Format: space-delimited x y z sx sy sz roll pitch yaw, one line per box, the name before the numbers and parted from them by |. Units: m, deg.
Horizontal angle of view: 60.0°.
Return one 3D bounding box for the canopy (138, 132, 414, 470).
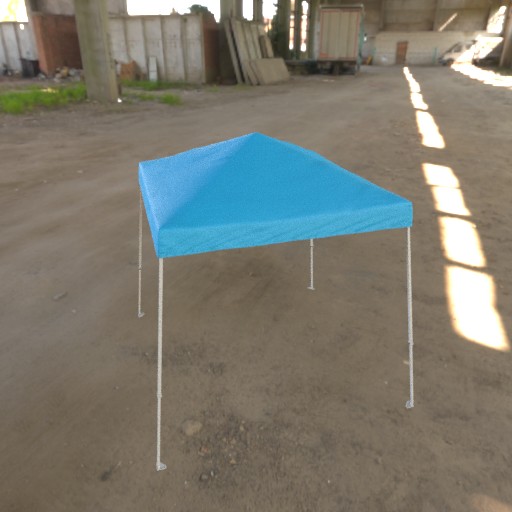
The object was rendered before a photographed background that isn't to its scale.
canopy | 0.000 0.000 6.603 3.600 3.600 3.599 -8 27 -15
